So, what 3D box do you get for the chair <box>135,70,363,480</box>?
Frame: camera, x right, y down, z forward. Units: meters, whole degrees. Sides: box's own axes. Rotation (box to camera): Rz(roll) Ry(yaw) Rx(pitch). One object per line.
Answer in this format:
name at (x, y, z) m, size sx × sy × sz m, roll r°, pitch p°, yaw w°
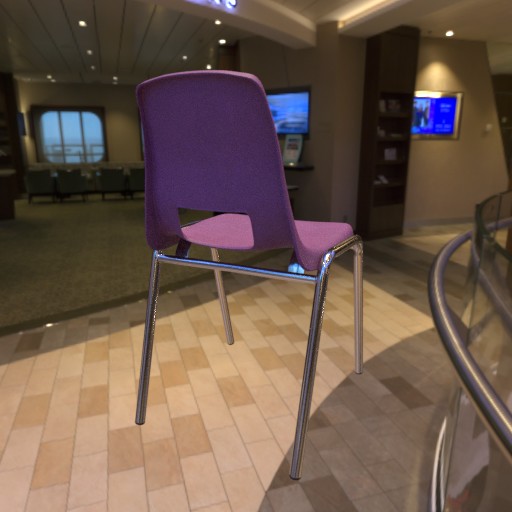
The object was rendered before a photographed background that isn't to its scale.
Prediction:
chair at (0.000, 0.000, 0.906) m, size 0.381 × 0.654 × 0.432 m, roll 7°, pitch 17°, yaw 25°
